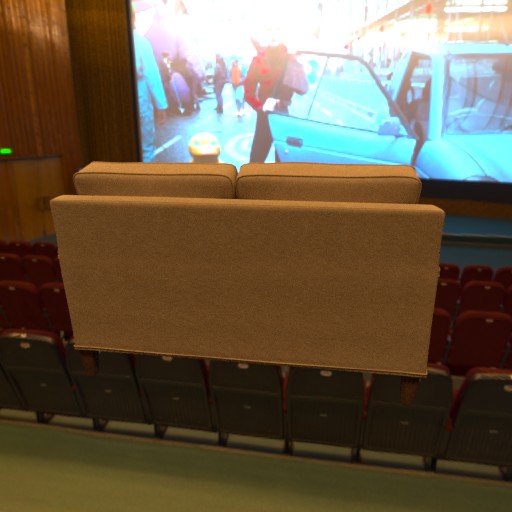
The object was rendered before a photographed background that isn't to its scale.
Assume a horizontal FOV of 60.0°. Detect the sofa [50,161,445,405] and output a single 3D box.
[{"bbox_3d":[0.000,0.000,2.249,1.597,1.002,1.084,3,17,8],"label":"sofa"}]
